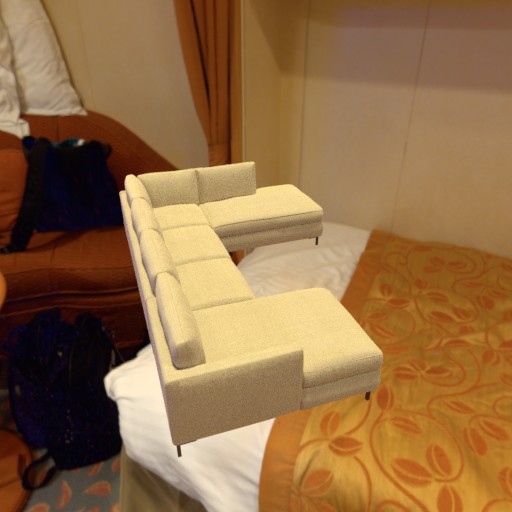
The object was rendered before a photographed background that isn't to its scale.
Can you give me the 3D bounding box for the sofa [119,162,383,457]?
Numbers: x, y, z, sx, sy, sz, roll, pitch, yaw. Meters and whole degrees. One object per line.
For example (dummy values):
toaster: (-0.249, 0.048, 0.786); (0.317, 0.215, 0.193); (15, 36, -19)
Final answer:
sofa: (0.000, 0.000, 3.565); (1.879, 0.756, 2.737); (-10, 31, -17)
